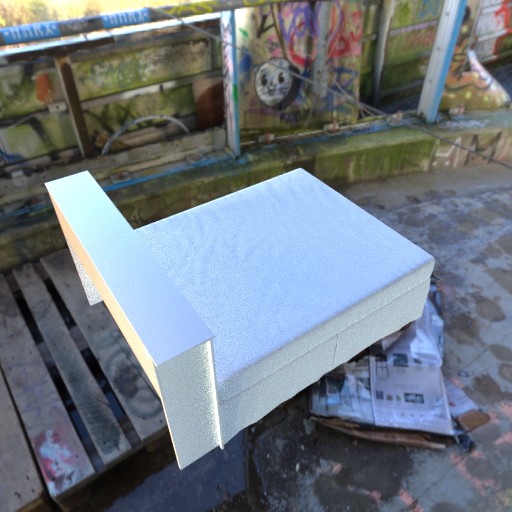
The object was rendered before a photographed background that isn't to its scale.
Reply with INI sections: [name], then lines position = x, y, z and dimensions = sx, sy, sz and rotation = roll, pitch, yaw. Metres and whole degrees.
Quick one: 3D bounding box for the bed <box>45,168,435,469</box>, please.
[bed]
position = 0.000, 0.000, 3.133
dimensions = 2.133, 1.092, 1.671
rotation = -25, 47, -25
